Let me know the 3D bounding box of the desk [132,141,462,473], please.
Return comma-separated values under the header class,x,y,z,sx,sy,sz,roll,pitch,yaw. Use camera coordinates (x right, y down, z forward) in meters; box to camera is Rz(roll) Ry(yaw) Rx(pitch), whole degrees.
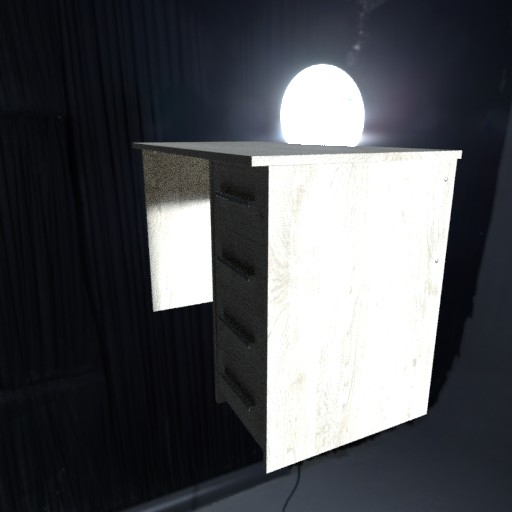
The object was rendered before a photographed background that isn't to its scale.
class,x,y,z,sx,sy,sz,roll,pitch,yaw
desk,0.000,0.000,1.512,0.560,0.730,1.096,-8,17,-25
